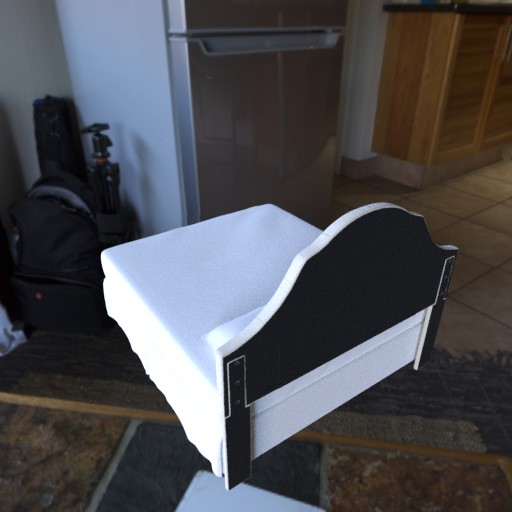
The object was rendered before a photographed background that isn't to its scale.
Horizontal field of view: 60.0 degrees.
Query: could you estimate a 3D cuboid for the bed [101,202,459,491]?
[{"bbox_3d":[0.000,0.000,3.556,2.008,1.615,2.214,-19,35,-30],"label":"bed"}]
